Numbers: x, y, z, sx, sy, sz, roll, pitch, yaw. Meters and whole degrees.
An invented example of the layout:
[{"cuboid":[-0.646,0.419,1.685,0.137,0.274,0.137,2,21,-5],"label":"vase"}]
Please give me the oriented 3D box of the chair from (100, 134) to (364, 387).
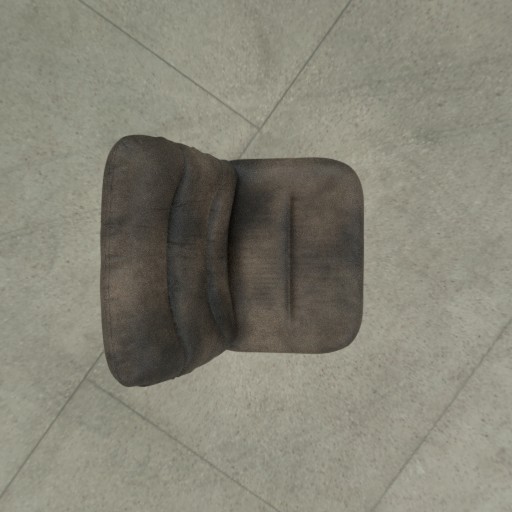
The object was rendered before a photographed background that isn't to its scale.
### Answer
[{"cuboid":[0.000,0.000,1.266,0.622,0.870,0.549,0,92,-1],"label":"chair"}]
